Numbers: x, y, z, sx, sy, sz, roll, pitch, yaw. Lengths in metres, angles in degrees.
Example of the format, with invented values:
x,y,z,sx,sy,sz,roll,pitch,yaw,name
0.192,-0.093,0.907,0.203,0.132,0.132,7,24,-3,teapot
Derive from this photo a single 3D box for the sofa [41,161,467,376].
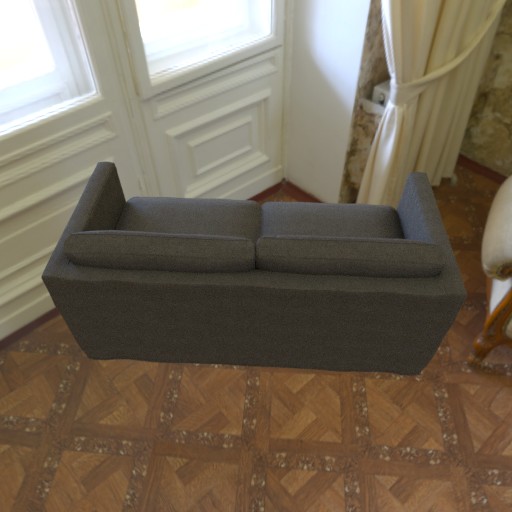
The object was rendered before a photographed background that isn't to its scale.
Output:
x,y,z,sx,sy,sz,roll,pitch,yaw,name
0.000,0.000,2.531,1.982,0.855,0.953,2,47,2,sofa
